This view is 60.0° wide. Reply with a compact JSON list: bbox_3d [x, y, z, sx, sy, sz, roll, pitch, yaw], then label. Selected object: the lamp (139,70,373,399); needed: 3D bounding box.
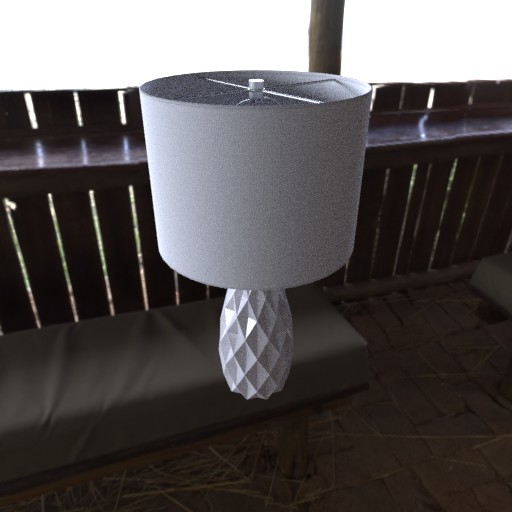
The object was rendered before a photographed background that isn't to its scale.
[{"bbox_3d":[0.000,0.000,0.703,0.297,0.522,0.297,0,29,0],"label":"lamp"}]
